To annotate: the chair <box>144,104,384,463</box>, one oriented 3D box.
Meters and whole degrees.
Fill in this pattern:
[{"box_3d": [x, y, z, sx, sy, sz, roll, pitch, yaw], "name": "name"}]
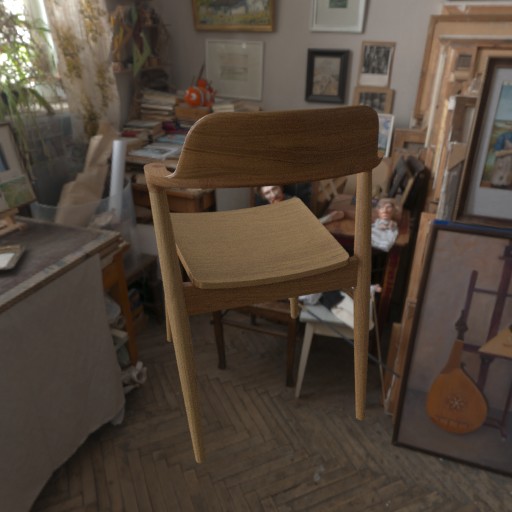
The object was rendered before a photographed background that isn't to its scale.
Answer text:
[{"box_3d": [0.000, 0.000, 1.133, 0.512, 0.792, 0.499, -8, 28, -16], "name": "chair"}]
